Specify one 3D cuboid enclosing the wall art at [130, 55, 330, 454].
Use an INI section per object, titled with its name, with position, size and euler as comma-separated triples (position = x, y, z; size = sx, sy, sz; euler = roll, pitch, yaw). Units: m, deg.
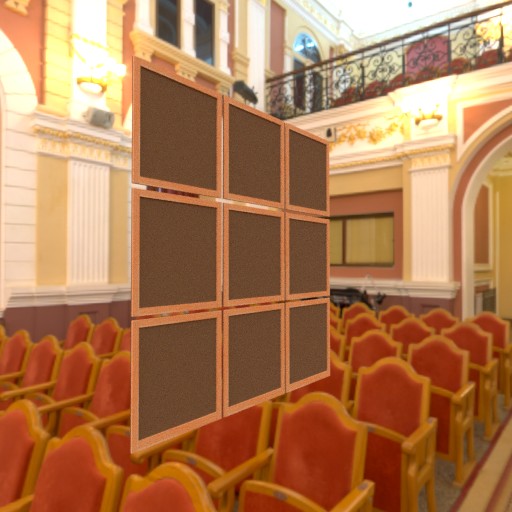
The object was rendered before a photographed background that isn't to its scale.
[wall art]
position = 0.000, 0.000, 2.292
size = 0.013, 1.525, 1.520
euler = -1, -2, 39
